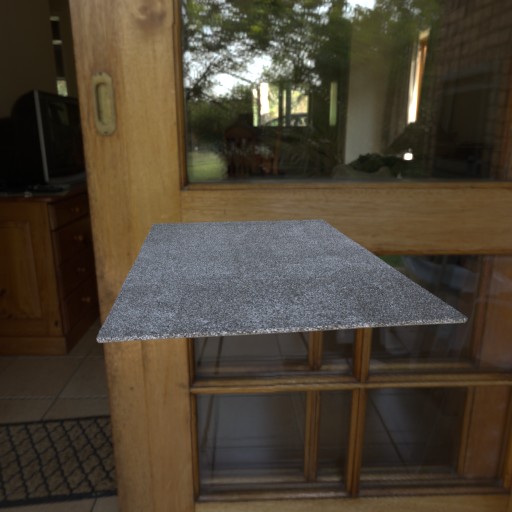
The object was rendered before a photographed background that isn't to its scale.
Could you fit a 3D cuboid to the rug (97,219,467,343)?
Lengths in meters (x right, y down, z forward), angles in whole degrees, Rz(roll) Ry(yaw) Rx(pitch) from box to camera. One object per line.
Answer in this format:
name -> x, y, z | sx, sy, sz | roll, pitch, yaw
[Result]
rug -> 0.000, 0.000, 3.402 | 1.802, 0.026, 2.699 | -2, 15, -7
